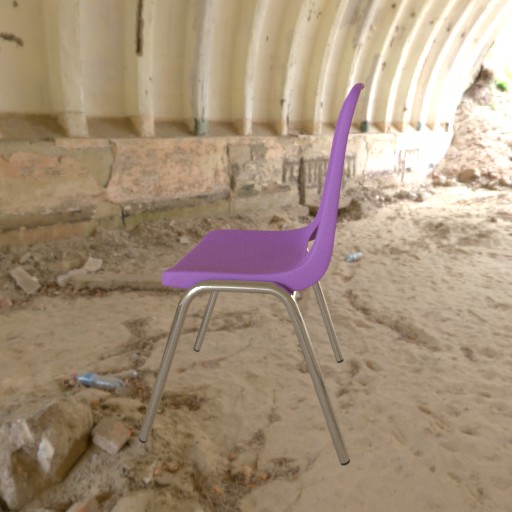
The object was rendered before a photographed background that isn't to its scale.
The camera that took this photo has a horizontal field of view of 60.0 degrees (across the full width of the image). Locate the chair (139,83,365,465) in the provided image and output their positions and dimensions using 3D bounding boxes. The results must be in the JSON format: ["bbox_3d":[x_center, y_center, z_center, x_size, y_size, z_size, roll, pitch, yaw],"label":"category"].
[{"bbox_3d":[0.000,0.000,0.686,0.301,0.493,0.291,3,16,9],"label":"chair"}]
